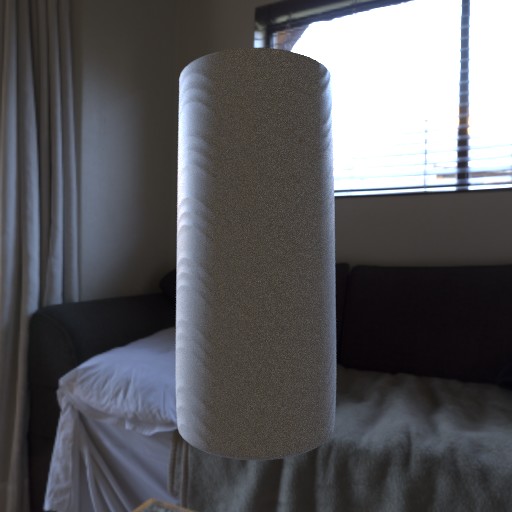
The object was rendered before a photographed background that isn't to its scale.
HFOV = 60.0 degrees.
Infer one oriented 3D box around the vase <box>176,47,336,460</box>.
[{"bbox_3d":[0.000,0.000,0.403,0.143,0.316,0.143,0,-1,0],"label":"vase"}]
